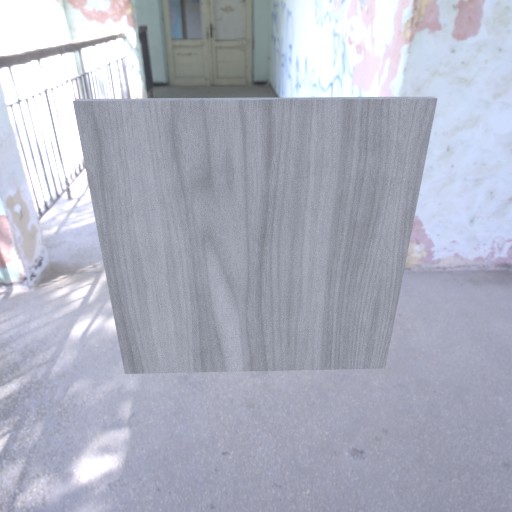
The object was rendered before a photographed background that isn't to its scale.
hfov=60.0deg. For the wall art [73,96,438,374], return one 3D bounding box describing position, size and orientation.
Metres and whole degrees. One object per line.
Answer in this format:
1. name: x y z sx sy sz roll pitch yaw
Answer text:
1. wall art: 0.000 0.000 0.746 0.508 0.507 0.016 -1 30 -2
